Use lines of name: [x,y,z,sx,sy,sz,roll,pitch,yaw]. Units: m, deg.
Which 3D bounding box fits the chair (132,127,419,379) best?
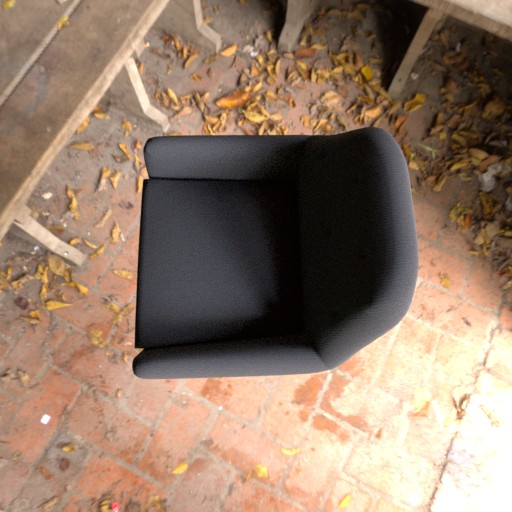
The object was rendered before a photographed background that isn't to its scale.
chair: [0.000,0.000,1.458,0.779,0.800,0.770,-1,74,0]
